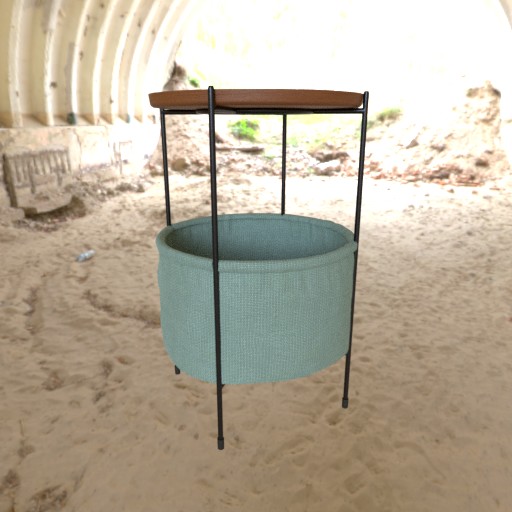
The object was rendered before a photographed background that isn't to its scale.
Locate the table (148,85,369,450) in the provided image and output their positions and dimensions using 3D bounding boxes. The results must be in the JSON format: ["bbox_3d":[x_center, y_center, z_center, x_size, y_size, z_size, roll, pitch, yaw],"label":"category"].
[{"bbox_3d":[0.000,0.000,0.903,0.400,0.623,0.400,-8,19,-25],"label":"table"}]
